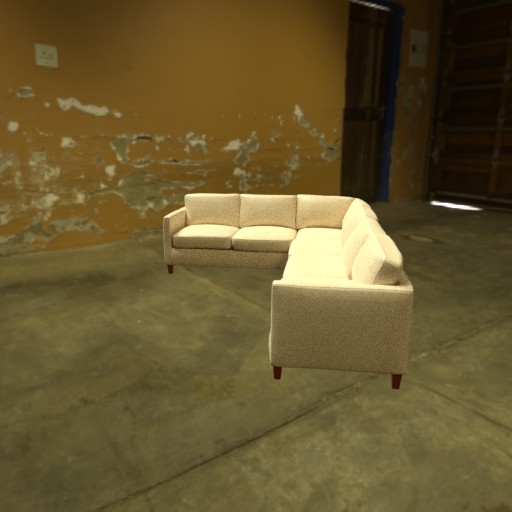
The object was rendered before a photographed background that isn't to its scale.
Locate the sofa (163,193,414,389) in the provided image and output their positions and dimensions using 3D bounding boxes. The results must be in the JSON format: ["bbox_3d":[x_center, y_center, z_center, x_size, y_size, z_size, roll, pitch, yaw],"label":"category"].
[{"bbox_3d":[0.000,0.000,4.574,2.593,0.947,3.302,2,15,9],"label":"sofa"}]
